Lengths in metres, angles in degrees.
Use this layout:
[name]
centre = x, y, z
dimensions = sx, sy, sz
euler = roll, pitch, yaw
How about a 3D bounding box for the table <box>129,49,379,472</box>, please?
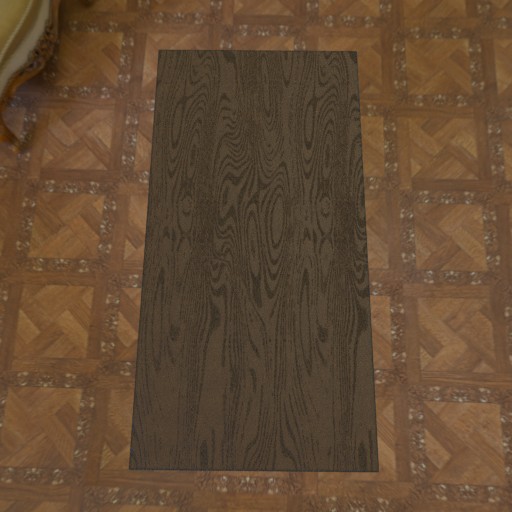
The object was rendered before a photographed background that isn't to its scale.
[table]
centre = 0.000, 0.000, 2.398
dimensions = 1.016, 0.762, 1.981
euler = 1, 76, 0
